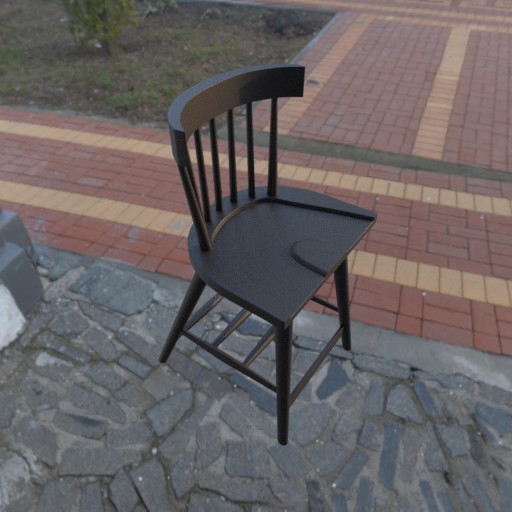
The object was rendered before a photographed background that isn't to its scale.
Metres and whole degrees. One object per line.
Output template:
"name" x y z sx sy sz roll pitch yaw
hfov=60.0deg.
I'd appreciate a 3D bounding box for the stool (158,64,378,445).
"stool" 0.000 0.000 1.302 0.549 0.953 0.494 25 47 26
